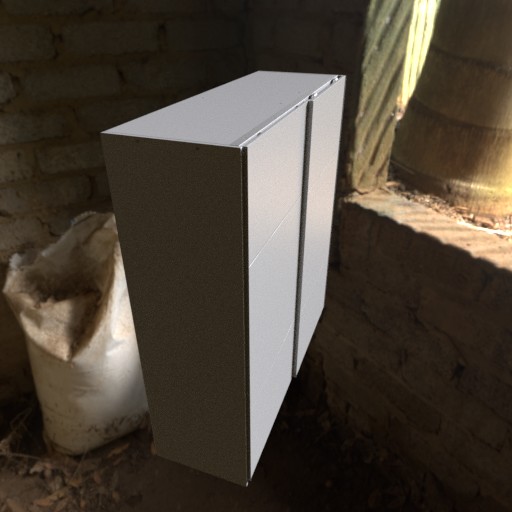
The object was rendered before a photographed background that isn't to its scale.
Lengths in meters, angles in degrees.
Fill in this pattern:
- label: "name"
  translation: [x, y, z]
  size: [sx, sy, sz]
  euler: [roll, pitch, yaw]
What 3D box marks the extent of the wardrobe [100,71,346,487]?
- label: "wardrobe"
  translation: [0.000, 0.000, 2.830]
  size: [0.629, 1.960, 1.780]
  euler: [11, 32, 17]
